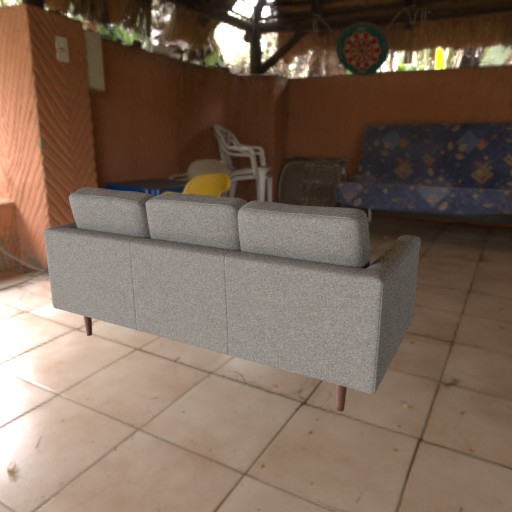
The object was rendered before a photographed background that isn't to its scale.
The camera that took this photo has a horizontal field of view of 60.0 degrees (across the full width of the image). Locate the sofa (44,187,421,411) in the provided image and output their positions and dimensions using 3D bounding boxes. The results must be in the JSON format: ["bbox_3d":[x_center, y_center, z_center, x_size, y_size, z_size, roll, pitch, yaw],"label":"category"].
[{"bbox_3d":[0.000,0.000,2.970,2.055,0.957,1.667,8,17,28],"label":"sofa"}]
